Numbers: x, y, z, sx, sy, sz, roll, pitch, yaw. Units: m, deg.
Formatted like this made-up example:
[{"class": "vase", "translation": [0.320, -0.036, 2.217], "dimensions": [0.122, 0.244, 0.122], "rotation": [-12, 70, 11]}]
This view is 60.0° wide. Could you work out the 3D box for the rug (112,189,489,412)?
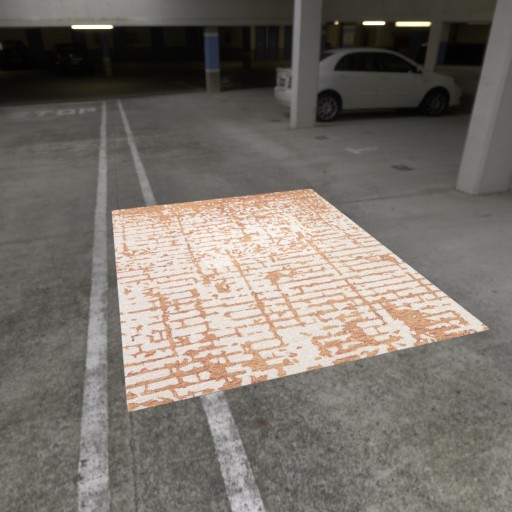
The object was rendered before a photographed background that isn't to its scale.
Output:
[{"class": "rug", "translation": [0.000, 0.000, 4.034], "dimensions": [2.441, 0.011, 3.050], "rotation": [-8, 29, -15]}]
